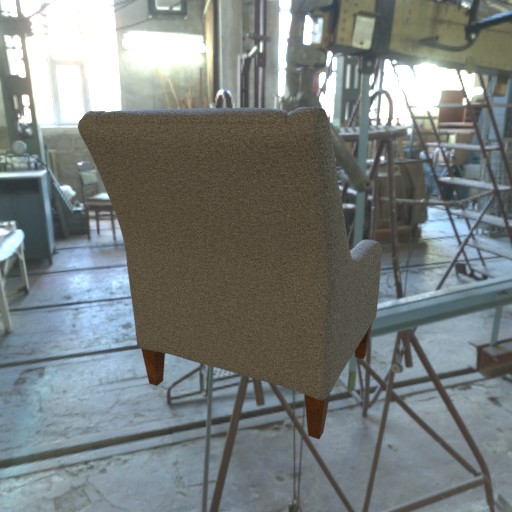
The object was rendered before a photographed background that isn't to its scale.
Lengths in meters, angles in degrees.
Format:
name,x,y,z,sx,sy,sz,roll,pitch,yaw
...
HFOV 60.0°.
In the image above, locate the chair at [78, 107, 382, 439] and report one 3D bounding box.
name,x,y,z,sx,sy,sz,roll,pitch,yaw
chair,0.000,0.000,1.637,0.774,1.016,0.870,8,19,26
